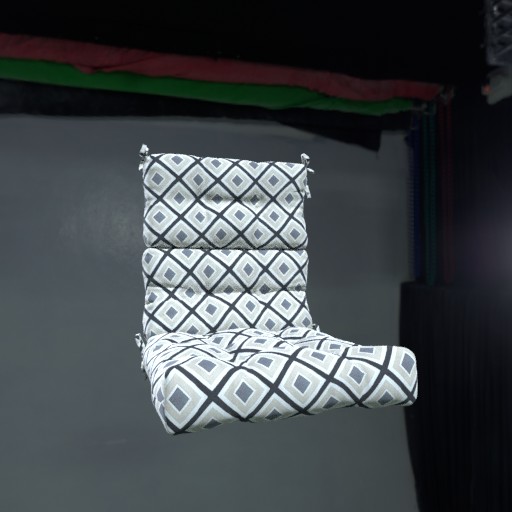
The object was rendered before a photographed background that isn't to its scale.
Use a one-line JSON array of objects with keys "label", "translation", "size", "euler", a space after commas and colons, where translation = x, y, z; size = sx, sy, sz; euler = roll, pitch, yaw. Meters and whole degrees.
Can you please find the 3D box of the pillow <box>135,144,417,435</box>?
[{"label": "pillow", "translation": [0.000, 0.000, 1.020], "size": [0.519, 0.605, 0.571], "euler": [0, -1, -18]}]
